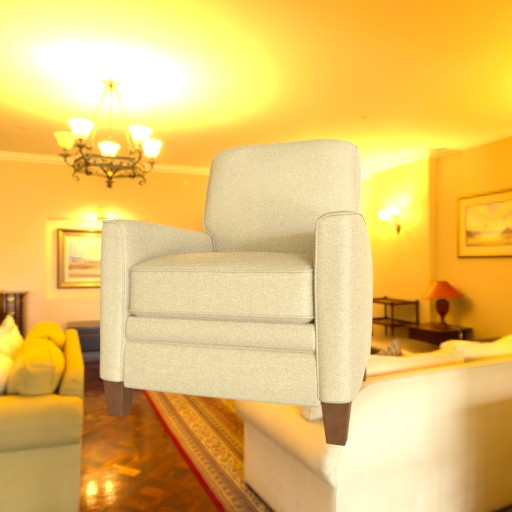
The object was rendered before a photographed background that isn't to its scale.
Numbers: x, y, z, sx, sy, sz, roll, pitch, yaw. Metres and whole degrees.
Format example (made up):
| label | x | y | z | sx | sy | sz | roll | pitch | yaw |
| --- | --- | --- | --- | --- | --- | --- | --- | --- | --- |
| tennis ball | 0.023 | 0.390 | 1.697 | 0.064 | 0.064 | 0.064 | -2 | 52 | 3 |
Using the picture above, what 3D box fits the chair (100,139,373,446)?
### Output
| label | x | y | z | sx | sy | sz | roll | pitch | yaw |
| --- | --- | --- | --- | --- | --- | --- | --- | --- | --- |
| chair | 0.000 | 0.000 | 1.659 | 0.841 | 1.023 | 0.858 | 0 | -1 | 18 |
